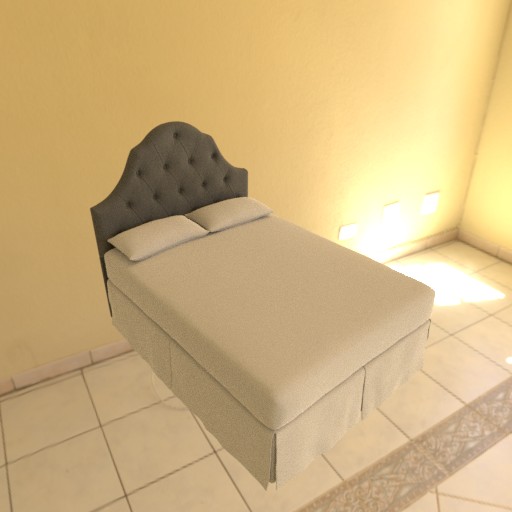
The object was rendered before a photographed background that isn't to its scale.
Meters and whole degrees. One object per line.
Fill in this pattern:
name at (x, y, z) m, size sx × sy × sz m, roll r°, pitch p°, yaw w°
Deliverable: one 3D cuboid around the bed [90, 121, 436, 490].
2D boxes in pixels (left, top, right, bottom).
bed at (0.000, 0.000, 3.238) m, size 1.636 × 1.575 × 2.155 m, roll -22°, pitch 36°, yaw -35°
